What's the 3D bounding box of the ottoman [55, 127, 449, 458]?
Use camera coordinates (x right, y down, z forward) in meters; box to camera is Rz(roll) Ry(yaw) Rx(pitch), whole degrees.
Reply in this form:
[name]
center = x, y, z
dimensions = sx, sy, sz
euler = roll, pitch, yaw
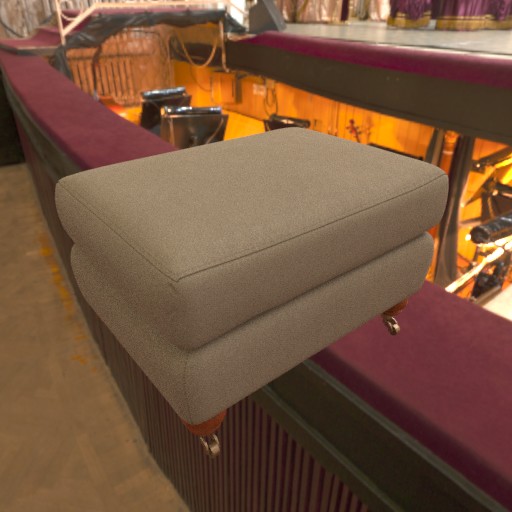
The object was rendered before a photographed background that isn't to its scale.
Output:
[ottoman]
center = 0.000, 0.000, 1.120
dimensions = 0.773, 0.499, 0.569
euler = -22, 37, -33
